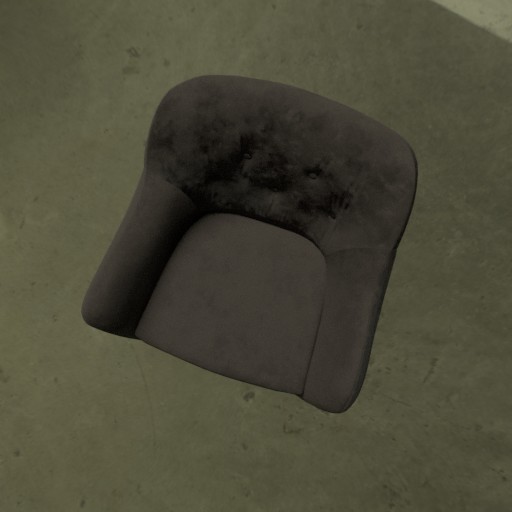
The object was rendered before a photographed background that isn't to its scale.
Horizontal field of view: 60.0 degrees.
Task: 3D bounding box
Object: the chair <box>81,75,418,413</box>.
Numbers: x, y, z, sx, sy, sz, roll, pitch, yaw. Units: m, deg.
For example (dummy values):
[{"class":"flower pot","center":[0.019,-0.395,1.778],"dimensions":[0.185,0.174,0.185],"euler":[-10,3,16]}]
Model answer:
[{"class":"chair","center":[0.000,0.000,1.518],"dimensions":[0.840,0.807,0.819],"euler":[19,76,5]}]
